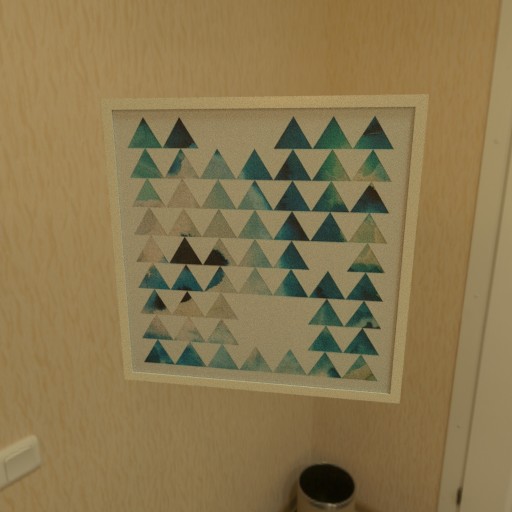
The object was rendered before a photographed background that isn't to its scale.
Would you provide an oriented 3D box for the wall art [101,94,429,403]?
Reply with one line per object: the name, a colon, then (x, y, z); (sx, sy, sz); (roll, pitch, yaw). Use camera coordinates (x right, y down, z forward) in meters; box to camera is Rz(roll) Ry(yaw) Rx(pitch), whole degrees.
wall art: (0.000, 0.000, 0.823); (0.557, 0.557, 0.012); (2, 15, 9)
